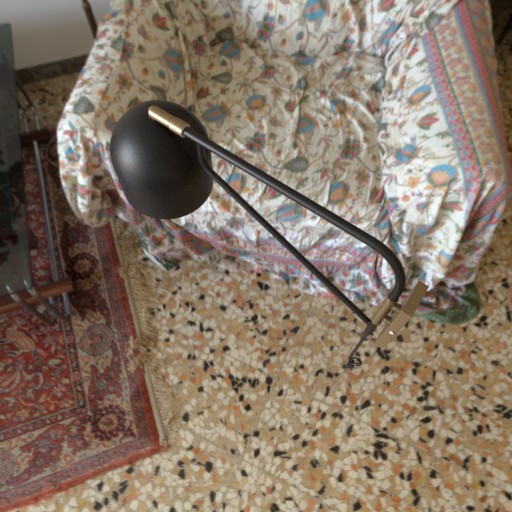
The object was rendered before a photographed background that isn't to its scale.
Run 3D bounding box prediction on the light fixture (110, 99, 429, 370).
[{"bbox_3d":[0.000,0.000,1.085,0.720,0.696,0.215,32,67,15],"label":"light fixture"}]
